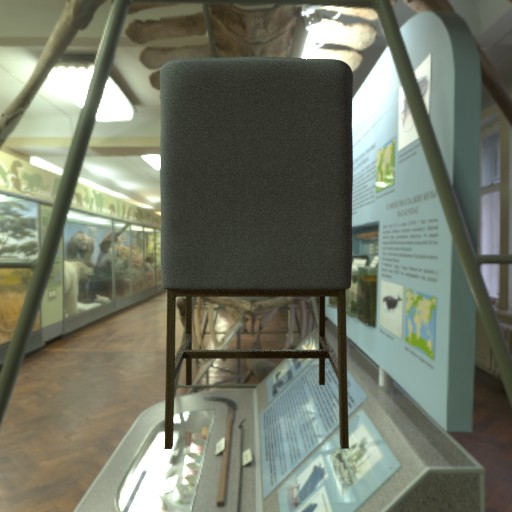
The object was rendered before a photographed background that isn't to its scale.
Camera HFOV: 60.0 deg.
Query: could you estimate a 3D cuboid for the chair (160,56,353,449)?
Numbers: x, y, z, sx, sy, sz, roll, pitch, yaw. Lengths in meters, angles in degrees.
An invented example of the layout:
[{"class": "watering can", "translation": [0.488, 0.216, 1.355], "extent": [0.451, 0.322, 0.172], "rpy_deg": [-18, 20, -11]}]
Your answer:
[{"class": "chair", "translation": [0.000, 0.000, 1.262], "extent": [0.508, 0.889, 0.587], "rpy_deg": [0, 1, 0]}]
